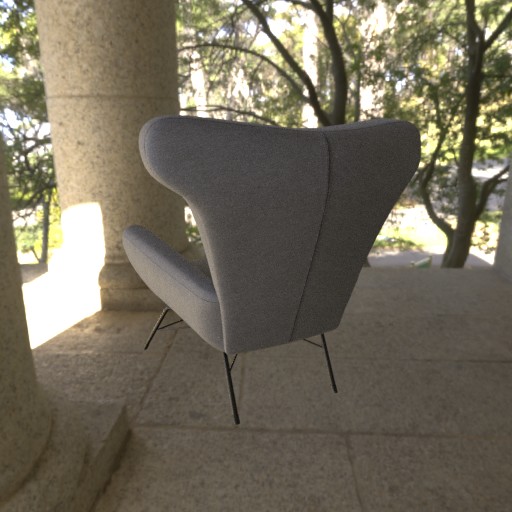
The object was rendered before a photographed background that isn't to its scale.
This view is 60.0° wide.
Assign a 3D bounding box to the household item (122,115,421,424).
[{"bbox_3d":[0.000,0.000,1.771,0.980,1.050,0.900,-8,18,-26],"label":"household item"}]
